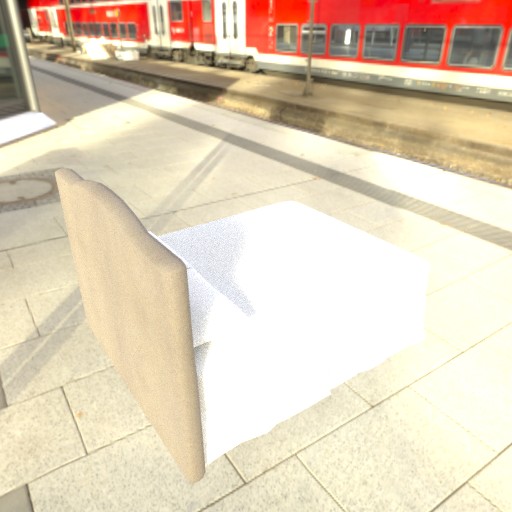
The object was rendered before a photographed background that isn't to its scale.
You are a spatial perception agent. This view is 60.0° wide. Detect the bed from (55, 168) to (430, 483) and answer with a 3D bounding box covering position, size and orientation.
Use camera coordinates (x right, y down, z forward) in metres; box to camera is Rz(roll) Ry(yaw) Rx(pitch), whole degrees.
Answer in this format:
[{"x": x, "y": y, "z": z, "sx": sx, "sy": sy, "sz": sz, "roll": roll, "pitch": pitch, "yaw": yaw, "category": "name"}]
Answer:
[{"x": 0.000, "y": 0.000, "z": 3.200, "sx": 2.128, "sy": 1.441, "sz": 1.744, "roll": -19, "pitch": 34, "yaw": -31, "category": "bed"}]
